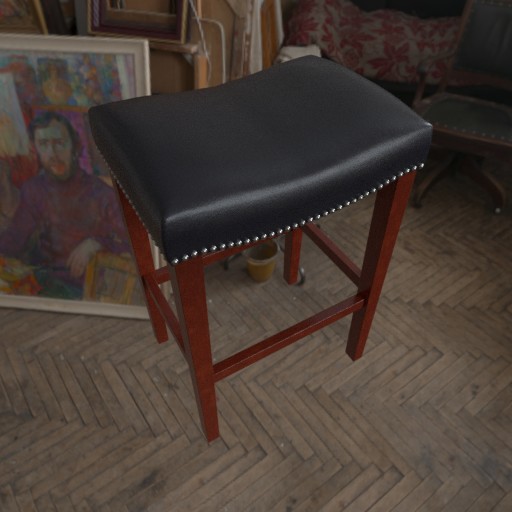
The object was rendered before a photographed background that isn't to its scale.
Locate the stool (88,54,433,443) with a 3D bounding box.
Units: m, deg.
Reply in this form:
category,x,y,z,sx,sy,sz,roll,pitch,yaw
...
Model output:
category,x,y,z,sx,sy,sz,roll,pitch,yaw
stool,0.000,0.000,1.013,0.504,0.742,0.372,-22,49,-21
